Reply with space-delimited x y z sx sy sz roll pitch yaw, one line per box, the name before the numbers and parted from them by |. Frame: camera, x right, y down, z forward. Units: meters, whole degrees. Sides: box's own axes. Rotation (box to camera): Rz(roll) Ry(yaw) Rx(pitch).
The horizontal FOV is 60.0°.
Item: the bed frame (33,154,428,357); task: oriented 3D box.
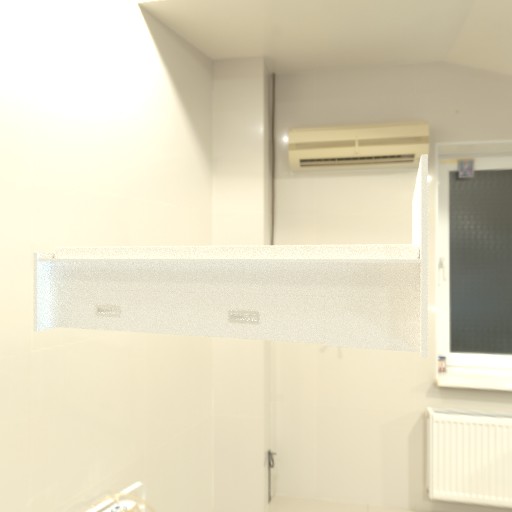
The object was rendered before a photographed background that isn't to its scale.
bed frame | 0.000 0.000 2.822 1.960 0.800 1.622 0 0 18
